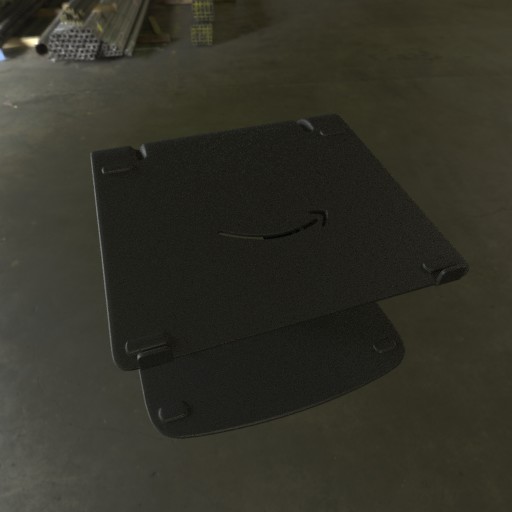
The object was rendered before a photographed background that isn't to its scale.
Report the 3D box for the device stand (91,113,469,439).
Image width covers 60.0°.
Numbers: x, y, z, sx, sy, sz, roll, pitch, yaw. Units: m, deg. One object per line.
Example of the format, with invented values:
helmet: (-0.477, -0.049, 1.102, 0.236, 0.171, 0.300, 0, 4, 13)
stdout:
device stand: (0.000, 0.000, 0.398, 0.256, 0.155, 0.236, -13, 43, -15)
